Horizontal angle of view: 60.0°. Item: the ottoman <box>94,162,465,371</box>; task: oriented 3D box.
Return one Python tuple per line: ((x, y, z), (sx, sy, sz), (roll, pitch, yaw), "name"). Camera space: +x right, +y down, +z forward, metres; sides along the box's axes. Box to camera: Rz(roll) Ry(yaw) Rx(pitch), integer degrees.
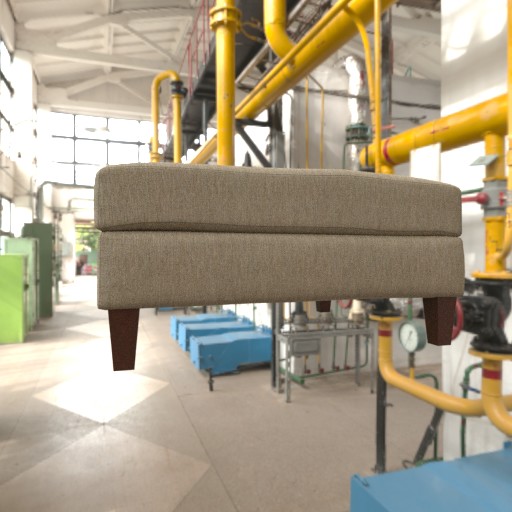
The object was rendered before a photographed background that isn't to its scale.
((0.000, 0.000, 1.456), (0.976, 0.492, 0.836), (0, 0, -18), "ottoman")
